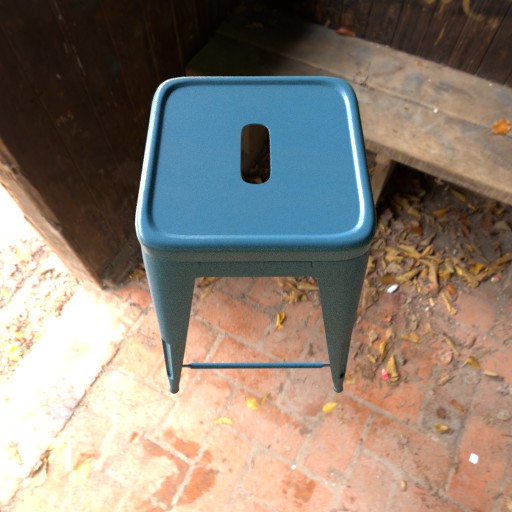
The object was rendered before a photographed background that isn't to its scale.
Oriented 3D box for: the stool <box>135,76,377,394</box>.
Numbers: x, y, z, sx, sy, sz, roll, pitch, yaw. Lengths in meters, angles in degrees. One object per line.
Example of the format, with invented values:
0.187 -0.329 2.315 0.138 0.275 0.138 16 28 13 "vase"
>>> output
0.000 0.000 0.875 0.410 0.608 0.410 0 62 0 "stool"
